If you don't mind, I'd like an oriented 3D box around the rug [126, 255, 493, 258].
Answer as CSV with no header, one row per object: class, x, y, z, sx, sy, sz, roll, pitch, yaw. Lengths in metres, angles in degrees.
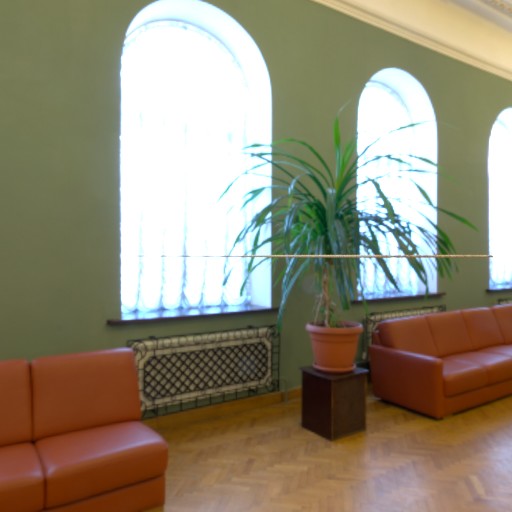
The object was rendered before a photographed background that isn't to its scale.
rug,0.000,0.000,2.655,0.750,0.009,2.435,0,0,-35
